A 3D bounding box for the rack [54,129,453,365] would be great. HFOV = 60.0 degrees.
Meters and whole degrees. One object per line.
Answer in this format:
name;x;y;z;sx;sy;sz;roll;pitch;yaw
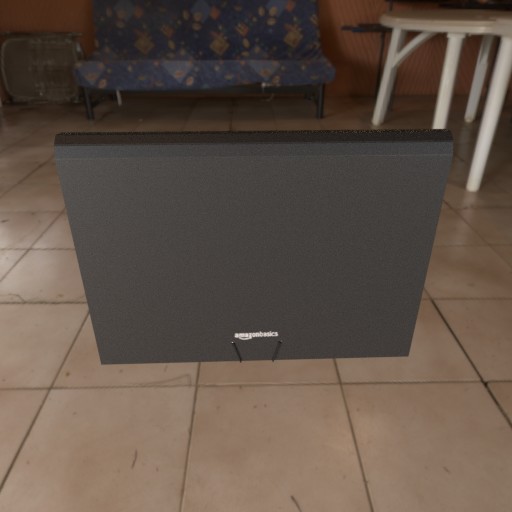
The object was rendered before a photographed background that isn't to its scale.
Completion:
rack;0.000;0.000;0.433;0.330;0.241;0.041;-1;30;-2
